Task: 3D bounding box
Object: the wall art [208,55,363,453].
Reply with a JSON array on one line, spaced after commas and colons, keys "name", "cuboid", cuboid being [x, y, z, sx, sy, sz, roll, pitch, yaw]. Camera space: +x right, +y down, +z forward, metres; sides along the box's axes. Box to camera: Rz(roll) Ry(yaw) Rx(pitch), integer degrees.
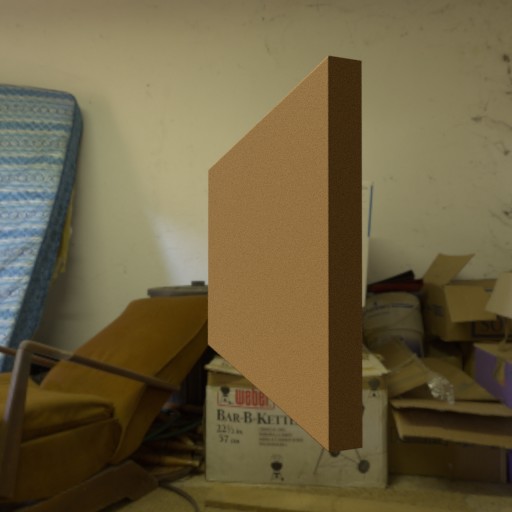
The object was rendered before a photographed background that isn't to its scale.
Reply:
[{"name": "wall art", "cuboid": [0.000, 0.000, 0.751, 0.039, 0.407, 0.609, 0, -1, -18]}]
